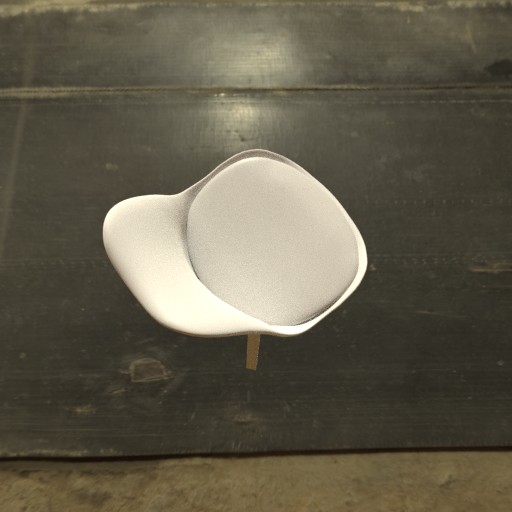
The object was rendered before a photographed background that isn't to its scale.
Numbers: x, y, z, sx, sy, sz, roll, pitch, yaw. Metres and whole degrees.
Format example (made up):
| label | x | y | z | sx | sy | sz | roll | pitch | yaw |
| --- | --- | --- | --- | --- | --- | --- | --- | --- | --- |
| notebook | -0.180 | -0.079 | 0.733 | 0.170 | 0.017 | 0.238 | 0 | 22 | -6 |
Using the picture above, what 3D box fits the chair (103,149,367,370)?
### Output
| label | x | y | z | sx | sy | sz | roll | pitch | yaw |
| --- | --- | --- | --- | --- | --- | --- | --- | --- | --- |
| chair | 0.000 | 0.000 | 1.193 | 0.550 | 0.850 | 0.485 | -38 | 78 | -10 |
